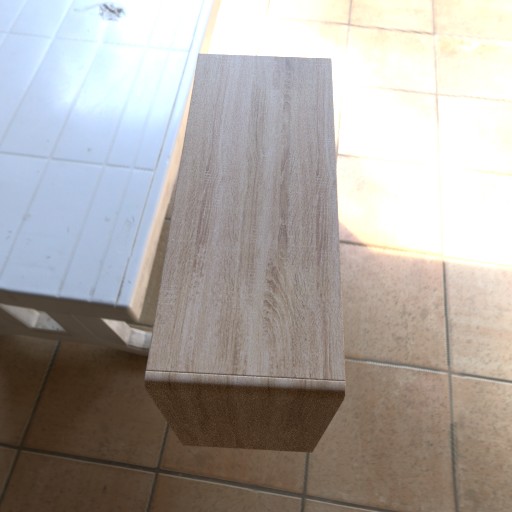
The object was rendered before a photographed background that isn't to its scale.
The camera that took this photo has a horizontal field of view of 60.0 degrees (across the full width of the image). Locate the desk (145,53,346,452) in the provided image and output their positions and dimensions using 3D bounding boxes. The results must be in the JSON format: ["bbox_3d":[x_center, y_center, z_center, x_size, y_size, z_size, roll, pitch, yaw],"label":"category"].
[{"bbox_3d":[0.000,0.000,1.686,0.500,0.750,1.300,3,62,1],"label":"desk"}]
